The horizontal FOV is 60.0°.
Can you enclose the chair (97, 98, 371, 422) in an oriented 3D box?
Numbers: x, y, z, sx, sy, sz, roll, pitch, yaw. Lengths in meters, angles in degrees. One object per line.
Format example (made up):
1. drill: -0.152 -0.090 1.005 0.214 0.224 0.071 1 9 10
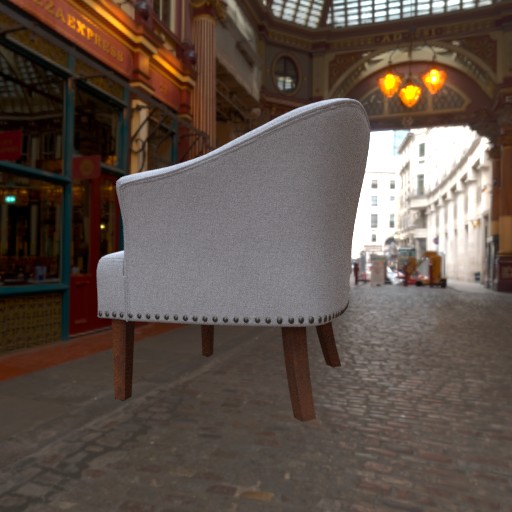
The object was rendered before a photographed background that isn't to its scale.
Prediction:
1. chair: 0.000 0.000 1.420 0.704 0.815 0.798 0 0 18
